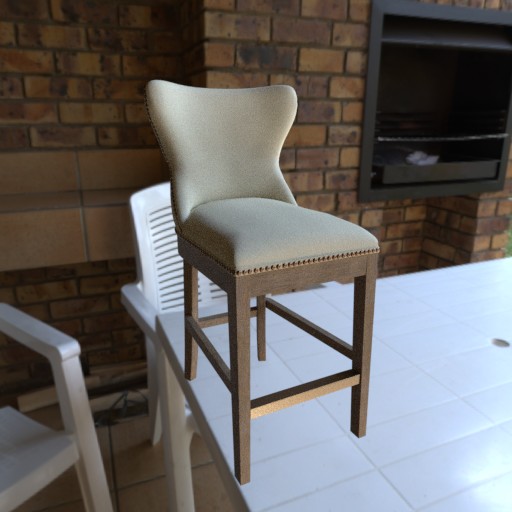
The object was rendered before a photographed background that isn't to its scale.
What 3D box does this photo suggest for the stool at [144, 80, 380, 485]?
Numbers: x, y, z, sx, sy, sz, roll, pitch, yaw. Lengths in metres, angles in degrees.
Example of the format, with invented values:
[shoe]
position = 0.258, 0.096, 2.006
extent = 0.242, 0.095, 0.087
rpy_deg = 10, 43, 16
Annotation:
[stool]
position = 0.000, 0.000, 1.306
extent = 0.498, 0.981, 0.608
rpy_deg = -9, 19, -26
